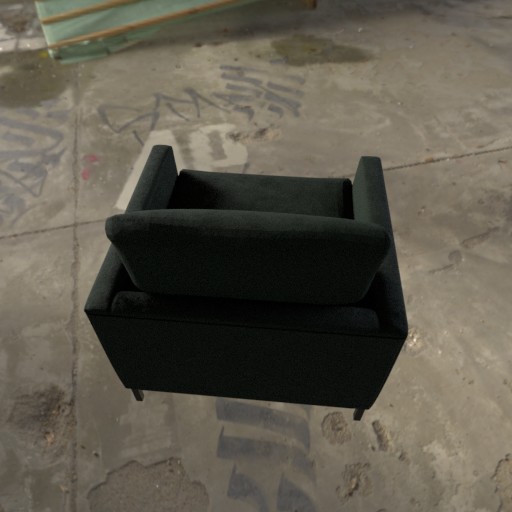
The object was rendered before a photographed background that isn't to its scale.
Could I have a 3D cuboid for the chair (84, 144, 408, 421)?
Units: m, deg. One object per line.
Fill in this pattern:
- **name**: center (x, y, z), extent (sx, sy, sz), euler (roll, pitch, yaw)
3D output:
- **chair**: center (0.000, 0.000, 1.677), extent (0.963, 0.861, 0.866), euler (4, 48, 4)
